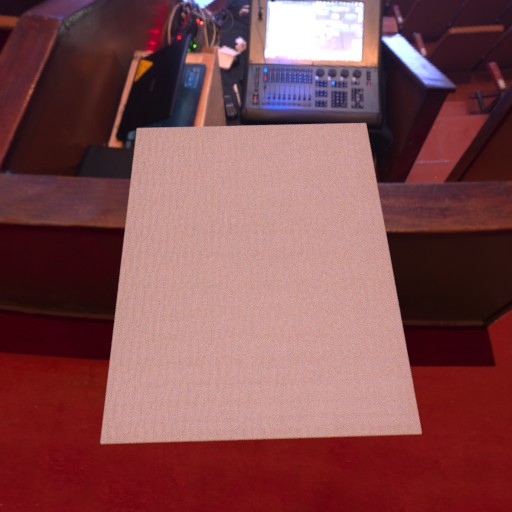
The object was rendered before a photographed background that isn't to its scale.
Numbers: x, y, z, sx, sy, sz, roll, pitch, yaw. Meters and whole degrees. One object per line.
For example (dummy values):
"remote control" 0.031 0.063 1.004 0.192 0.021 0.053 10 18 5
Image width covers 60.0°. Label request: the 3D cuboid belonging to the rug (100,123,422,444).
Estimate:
"rug" 0.000 0.000 3.988 2.410 0.021 3.055 -1 64 -1
